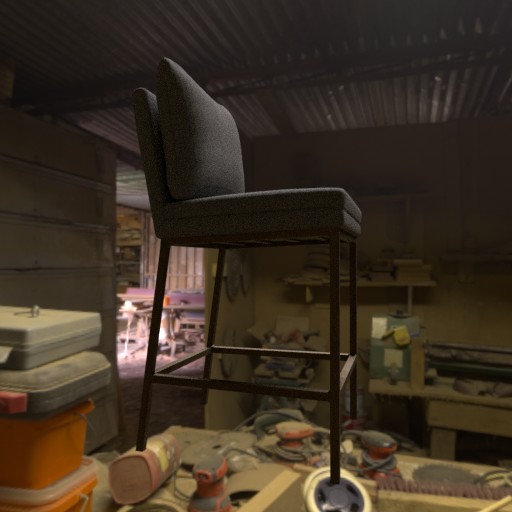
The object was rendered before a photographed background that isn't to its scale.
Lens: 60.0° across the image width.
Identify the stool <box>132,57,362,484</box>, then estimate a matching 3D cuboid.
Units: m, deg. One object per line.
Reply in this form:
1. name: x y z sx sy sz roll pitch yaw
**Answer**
1. stool: 0.000 0.000 1.293 0.569 1.031 0.463 0 -1 18
